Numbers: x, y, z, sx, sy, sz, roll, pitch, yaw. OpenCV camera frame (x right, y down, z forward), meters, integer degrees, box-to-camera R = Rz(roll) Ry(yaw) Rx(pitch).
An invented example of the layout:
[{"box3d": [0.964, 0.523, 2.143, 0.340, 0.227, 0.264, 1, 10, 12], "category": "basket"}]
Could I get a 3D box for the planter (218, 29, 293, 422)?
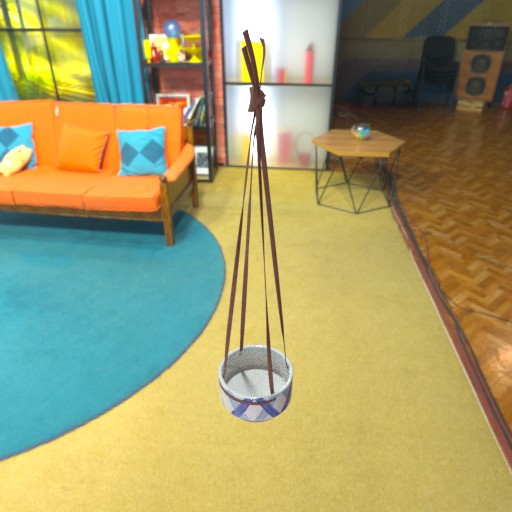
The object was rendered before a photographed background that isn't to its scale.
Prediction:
[{"box3d": [0.000, 0.000, 0.815, 0.166, 0.751, 0.166, -19, 36, -29], "category": "planter"}]
